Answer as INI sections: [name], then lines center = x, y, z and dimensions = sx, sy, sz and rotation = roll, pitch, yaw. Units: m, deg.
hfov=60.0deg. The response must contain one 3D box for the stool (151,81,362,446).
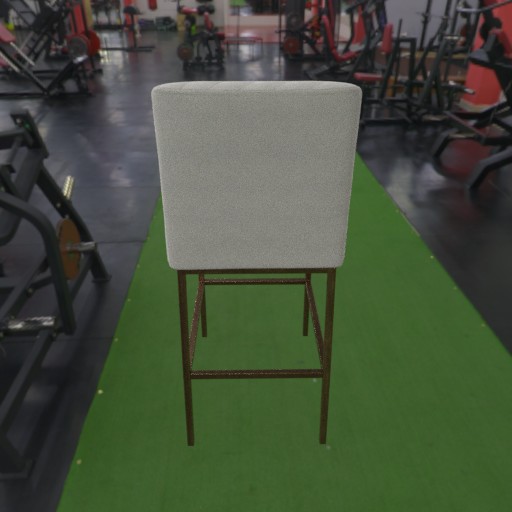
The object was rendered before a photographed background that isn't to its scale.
[stool]
center = 0.000, 0.000, 1.343
dimensions = 0.462, 1.084, 0.546
rotation = 0, 31, -1
